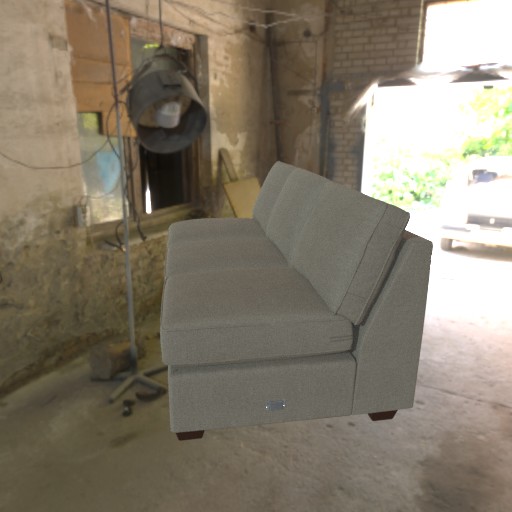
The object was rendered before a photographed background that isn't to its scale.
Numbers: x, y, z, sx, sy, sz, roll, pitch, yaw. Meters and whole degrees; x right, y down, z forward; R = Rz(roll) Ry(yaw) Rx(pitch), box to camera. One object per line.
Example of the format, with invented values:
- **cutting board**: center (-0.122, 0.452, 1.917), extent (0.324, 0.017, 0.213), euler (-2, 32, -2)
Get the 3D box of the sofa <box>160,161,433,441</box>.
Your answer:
- **sofa**: center (0.000, 0.000, 2.773), extent (1.127, 1.036, 2.092), euler (-3, 16, -9)
